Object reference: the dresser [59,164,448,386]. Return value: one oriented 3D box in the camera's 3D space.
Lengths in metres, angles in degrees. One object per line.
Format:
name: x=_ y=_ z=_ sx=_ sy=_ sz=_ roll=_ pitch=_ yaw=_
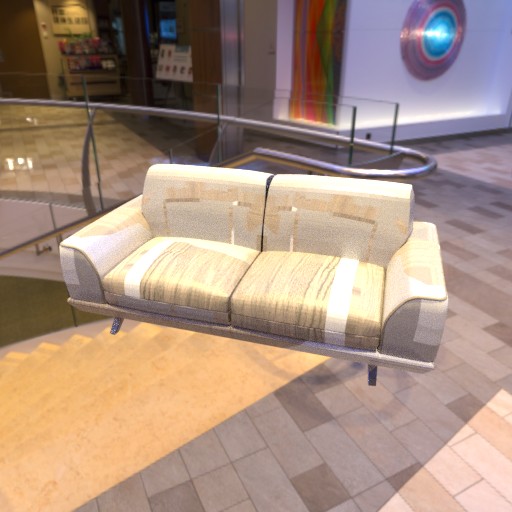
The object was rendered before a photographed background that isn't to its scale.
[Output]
dresser: x=0.000 y=0.000 z=6.027 sx=4.679 sy=1.863 sz=2.251 roll=8 pitch=27 yaw=15
